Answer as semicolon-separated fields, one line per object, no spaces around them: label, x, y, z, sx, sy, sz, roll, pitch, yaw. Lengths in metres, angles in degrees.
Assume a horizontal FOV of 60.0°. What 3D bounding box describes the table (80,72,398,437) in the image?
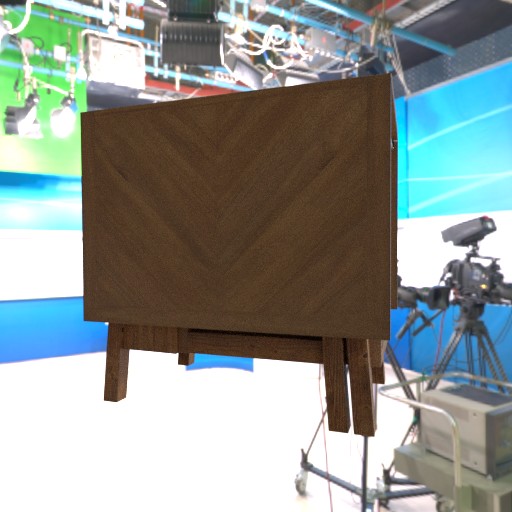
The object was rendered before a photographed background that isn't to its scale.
table;0.000;0.000;1.617;0.967;0.981;0.701;0;1;19
